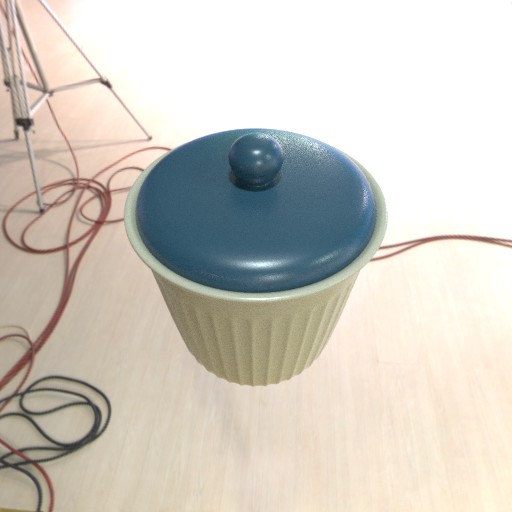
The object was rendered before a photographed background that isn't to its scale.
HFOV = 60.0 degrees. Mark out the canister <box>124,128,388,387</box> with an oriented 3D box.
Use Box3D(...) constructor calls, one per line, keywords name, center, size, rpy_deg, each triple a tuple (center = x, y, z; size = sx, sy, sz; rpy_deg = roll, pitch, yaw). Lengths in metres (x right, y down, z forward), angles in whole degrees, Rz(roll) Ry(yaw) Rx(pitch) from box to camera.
Box3D(name="canister", center=(0.000, 0.000, 0.351), size=(0.181, 0.211, 0.181), rpy_deg=(0, 46, 0))
